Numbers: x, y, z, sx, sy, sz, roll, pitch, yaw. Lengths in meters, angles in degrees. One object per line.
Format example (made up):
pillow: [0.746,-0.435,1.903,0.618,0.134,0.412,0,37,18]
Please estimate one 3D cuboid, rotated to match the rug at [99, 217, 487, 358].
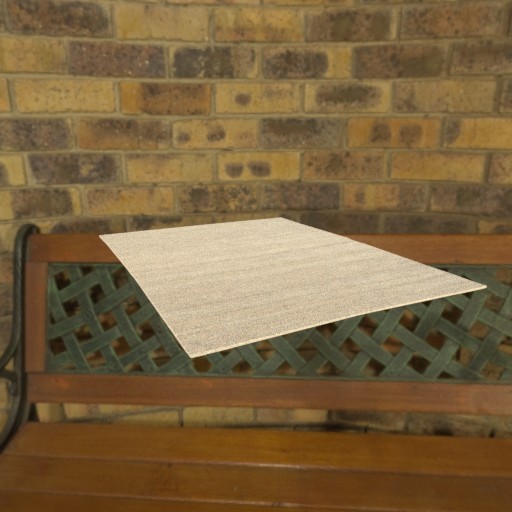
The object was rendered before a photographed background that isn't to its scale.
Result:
rug: [0.000,0.000,4.845,2.757,0.051,3.626,-8,18,-26]
